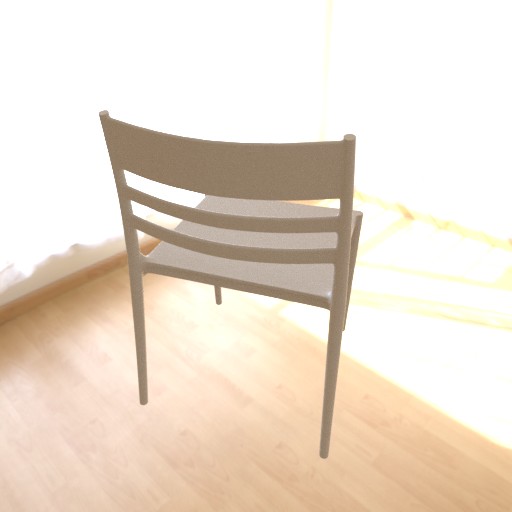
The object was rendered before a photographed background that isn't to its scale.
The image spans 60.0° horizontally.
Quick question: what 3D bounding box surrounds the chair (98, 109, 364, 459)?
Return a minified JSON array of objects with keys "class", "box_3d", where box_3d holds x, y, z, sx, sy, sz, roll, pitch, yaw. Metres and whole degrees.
[{"class":"chair","box_3d":[0.000,0.000,1.138,0.531,0.800,0.511,10,34,15]}]
